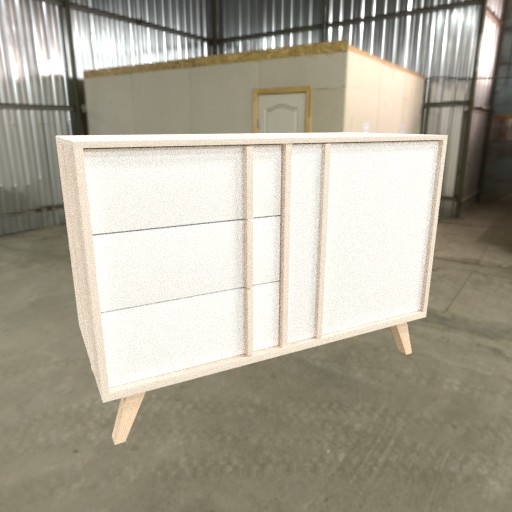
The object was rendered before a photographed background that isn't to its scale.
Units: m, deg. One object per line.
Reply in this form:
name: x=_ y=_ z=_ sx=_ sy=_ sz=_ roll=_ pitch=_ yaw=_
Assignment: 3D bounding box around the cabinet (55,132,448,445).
cabinet: x=0.000 y=0.000 z=1.486 sx=1.110 sy=0.780 sz=0.500 roll=-8 pitch=19 yaw=-26
